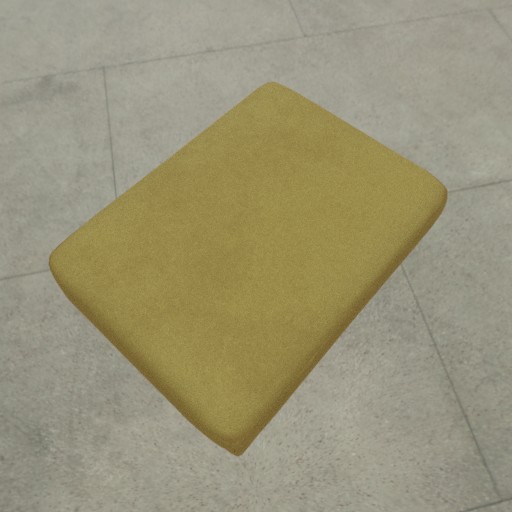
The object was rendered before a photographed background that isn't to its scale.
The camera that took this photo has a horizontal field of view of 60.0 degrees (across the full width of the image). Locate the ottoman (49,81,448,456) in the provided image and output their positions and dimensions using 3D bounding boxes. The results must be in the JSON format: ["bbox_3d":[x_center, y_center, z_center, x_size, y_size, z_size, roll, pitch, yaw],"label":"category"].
[{"bbox_3d":[0.000,0.000,1.167,0.608,0.449,0.811,38,69,18],"label":"ottoman"}]
